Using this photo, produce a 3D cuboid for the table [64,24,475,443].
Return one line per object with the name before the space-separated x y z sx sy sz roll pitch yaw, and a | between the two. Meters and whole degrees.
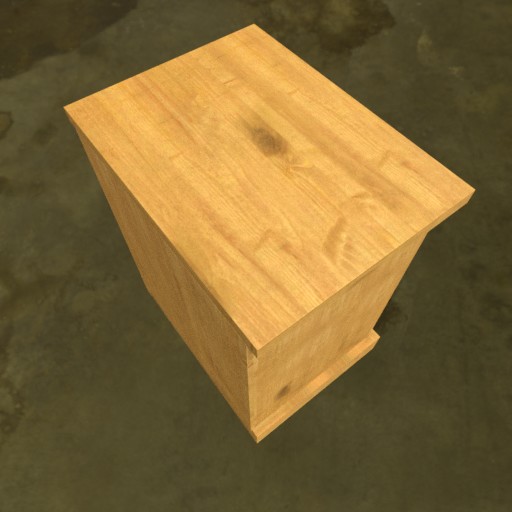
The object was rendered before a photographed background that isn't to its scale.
table | 0.000 0.000 1.204 0.500 0.813 0.660 -33 64 -19
